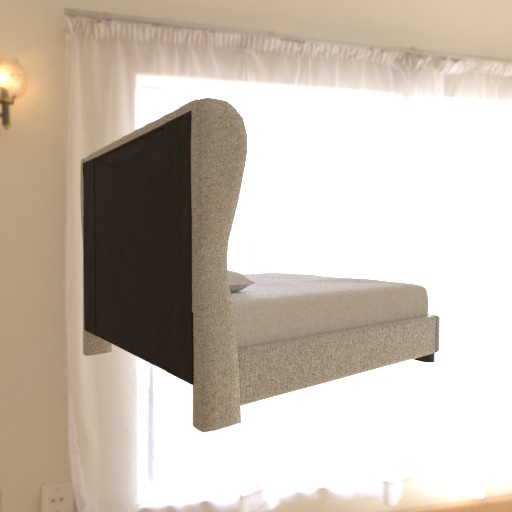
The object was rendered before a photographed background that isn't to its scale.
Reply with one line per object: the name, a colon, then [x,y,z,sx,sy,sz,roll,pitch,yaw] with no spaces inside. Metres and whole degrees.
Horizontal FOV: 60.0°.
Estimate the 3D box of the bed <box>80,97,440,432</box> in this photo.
bed: [0.000,0.000,3.849,2.347,1.771,2.219,-1,2,-37]
